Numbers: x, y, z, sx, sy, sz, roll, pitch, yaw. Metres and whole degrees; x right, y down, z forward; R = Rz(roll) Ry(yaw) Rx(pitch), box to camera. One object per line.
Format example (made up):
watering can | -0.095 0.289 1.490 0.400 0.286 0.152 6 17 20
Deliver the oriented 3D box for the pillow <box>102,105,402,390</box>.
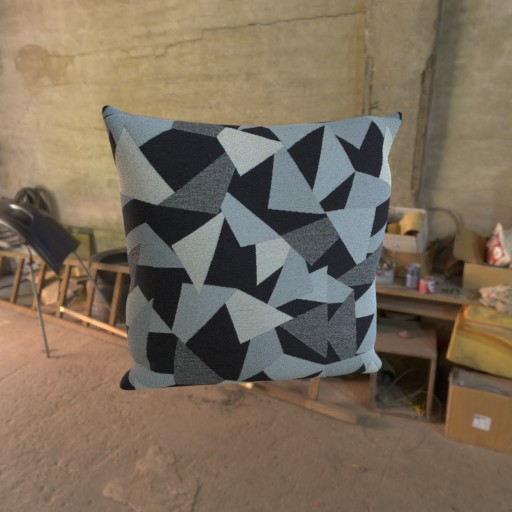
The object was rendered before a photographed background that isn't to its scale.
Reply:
pillow | 0.000 0.000 0.773 0.503 0.496 0.208 -2 16 -7
